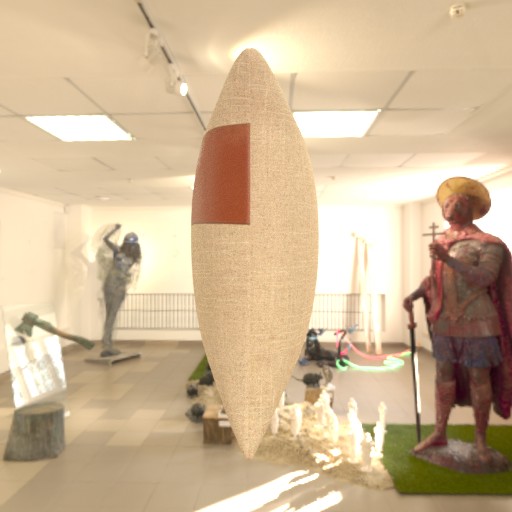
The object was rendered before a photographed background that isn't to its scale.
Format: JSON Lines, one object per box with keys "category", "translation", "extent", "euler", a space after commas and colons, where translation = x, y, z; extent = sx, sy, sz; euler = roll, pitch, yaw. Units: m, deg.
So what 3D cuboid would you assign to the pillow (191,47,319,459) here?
{"category": "pillow", "translation": [0.000, 0.000, 0.628], "extent": [0.173, 0.399, 0.414], "euler": [0, 0, 2]}
